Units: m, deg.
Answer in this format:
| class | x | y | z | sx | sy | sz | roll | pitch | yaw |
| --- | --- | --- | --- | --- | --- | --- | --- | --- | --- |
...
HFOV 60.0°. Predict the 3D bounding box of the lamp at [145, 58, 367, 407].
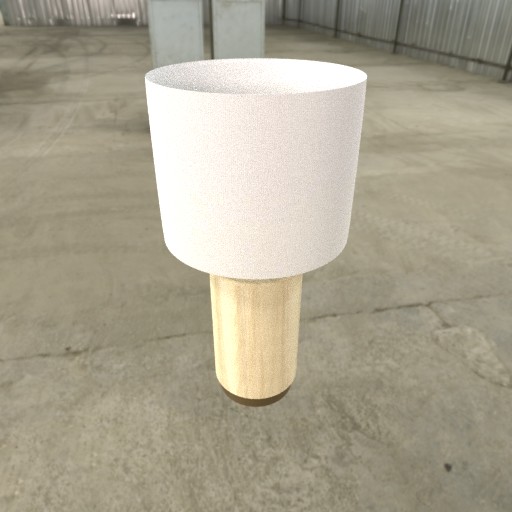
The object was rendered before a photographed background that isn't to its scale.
| class | x | y | z | sx | sy | sz | roll | pitch | yaw |
| --- | --- | --- | --- | --- | --- | --- | --- | --- | --- |
| lamp | 0.000 | 0.000 | 0.575 | 0.228 | 0.444 | 0.228 | 8 | 32 | 13 |
